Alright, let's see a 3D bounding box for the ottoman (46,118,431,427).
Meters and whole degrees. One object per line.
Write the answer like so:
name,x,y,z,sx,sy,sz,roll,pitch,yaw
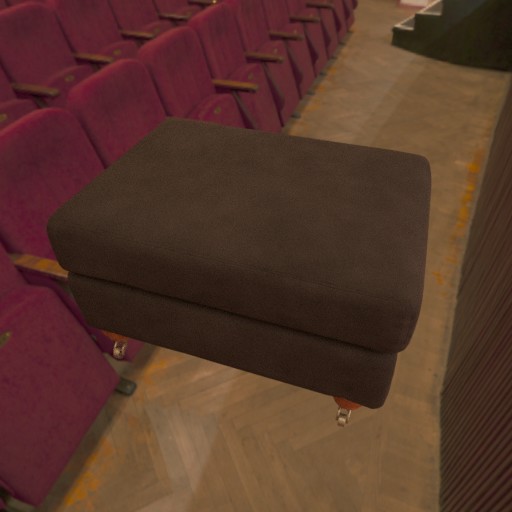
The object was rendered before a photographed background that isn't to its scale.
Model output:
ottoman,0.000,0.000,1.142,0.773,0.497,0.574,13,42,14
